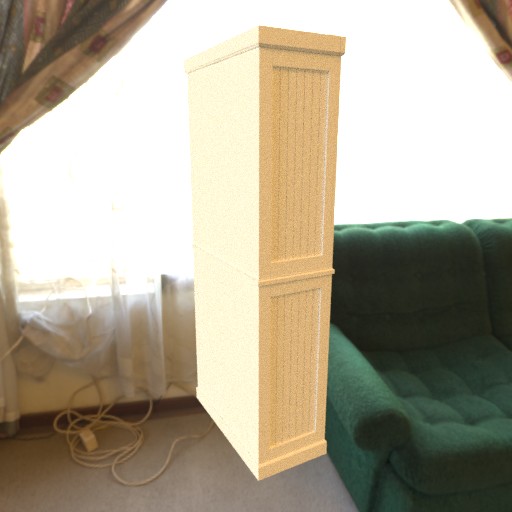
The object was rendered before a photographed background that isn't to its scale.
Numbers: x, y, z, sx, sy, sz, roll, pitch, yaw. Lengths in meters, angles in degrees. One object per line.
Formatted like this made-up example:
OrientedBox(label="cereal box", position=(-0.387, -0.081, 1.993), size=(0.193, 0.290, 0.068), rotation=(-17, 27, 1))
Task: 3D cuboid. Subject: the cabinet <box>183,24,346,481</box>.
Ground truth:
OrientedBox(label="cabinet", position=(0.000, 0.000, 2.131), size=(0.390, 1.829, 0.754), rotation=(-8, 16, -27))
